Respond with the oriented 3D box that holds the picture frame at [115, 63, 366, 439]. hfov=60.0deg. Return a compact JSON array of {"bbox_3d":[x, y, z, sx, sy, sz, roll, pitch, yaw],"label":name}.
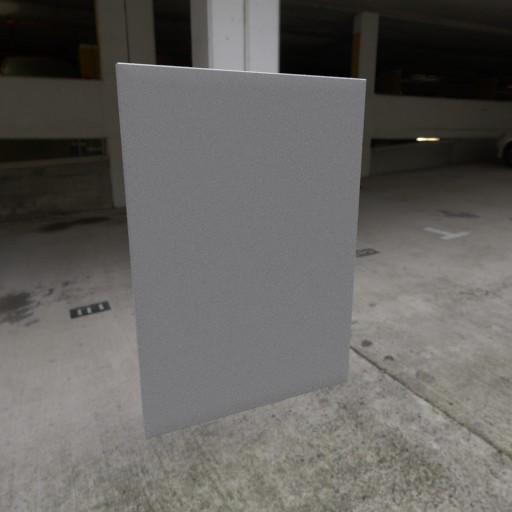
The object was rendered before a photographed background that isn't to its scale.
[{"bbox_3d":[0.000,0.000,0.692,0.381,0.534,0.012,-7,17,-25],"label":"picture frame"}]
